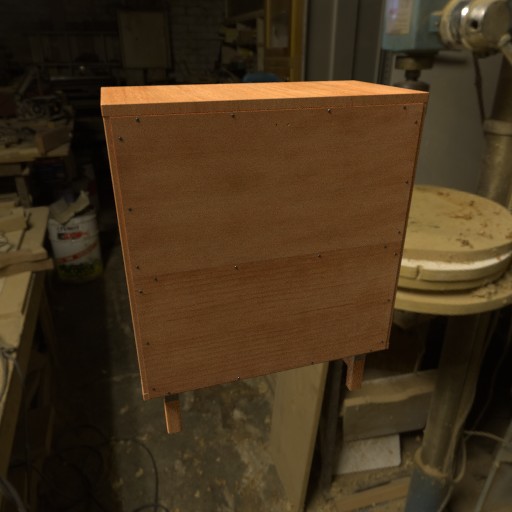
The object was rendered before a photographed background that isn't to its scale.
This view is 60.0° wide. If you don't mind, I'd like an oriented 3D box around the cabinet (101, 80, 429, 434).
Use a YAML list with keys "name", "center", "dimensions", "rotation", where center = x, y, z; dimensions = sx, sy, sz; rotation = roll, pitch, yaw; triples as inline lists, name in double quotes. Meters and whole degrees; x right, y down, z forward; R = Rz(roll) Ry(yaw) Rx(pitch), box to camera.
- name: "cabinet"
  center: [0.000, 0.000, 1.417]
  dimensions: [0.800, 1.001, 0.419]
  rotation: [-8, 27, -16]
